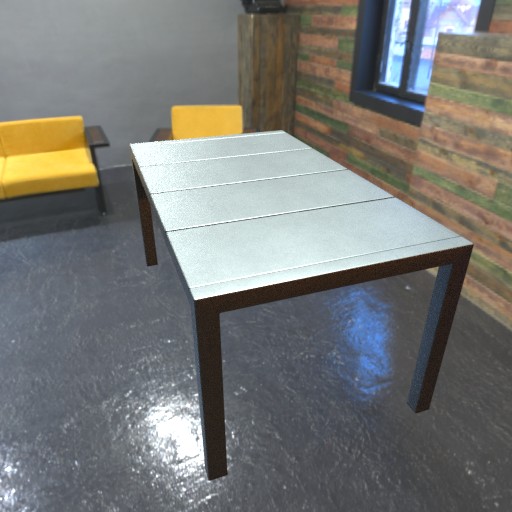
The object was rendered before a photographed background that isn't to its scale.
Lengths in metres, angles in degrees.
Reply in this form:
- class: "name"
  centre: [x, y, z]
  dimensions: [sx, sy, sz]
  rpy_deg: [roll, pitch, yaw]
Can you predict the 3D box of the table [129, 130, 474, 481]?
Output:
- class: "table"
  centre: [0.000, 0.000, 1.288]
  dimensions: [0.559, 0.460, 0.965]
  rpy_deg: [-10, 31, -17]
